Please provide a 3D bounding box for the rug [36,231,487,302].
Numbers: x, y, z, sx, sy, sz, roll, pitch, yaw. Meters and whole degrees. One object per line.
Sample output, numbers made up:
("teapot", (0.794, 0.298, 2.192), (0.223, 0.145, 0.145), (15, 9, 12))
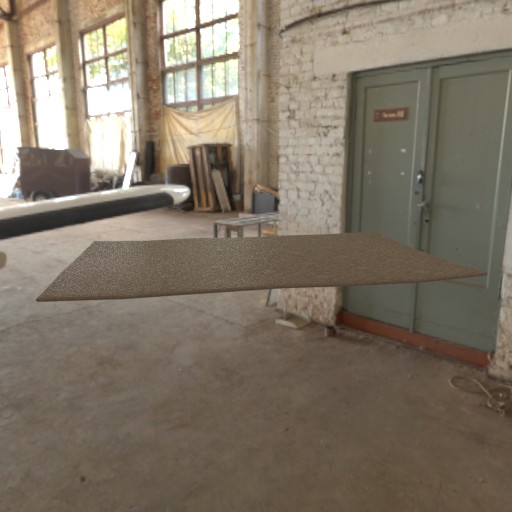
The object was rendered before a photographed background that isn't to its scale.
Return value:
("rug", (0.000, 0.000, 3.086), (2.430, 0.053, 1.553), (-2, 13, -10))
